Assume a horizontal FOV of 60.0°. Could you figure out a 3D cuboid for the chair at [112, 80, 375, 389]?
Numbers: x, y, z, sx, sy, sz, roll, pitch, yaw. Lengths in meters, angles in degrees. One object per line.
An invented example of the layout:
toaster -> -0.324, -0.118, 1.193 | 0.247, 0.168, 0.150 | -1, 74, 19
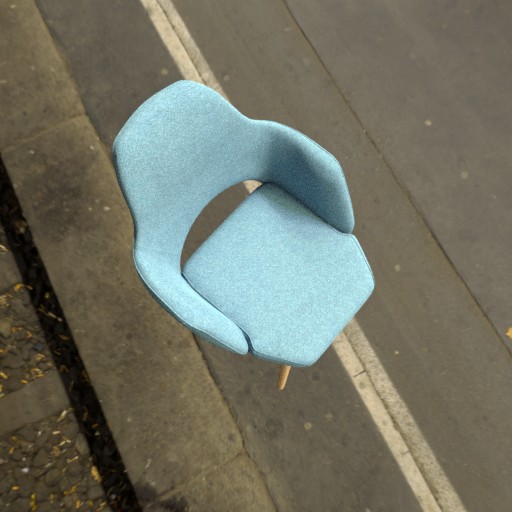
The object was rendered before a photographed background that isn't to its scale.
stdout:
chair -> 0.000, 0.000, 1.336 | 0.666, 0.920, 0.589 | 40, 78, 10
